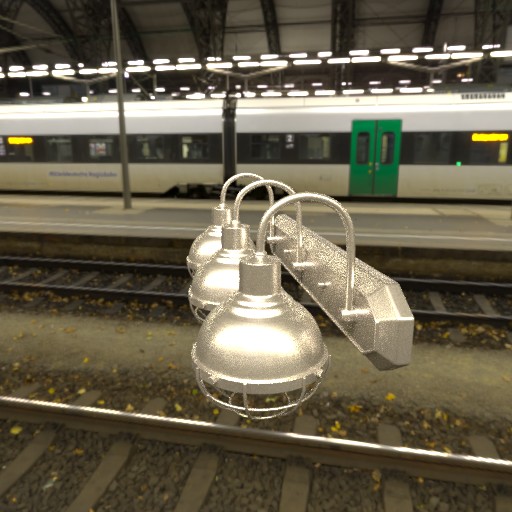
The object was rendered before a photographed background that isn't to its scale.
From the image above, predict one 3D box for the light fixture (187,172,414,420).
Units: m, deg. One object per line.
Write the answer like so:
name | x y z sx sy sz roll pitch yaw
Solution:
light fixture | 0.000 0.000 0.743 0.229 0.254 0.634 -2 13 -9
